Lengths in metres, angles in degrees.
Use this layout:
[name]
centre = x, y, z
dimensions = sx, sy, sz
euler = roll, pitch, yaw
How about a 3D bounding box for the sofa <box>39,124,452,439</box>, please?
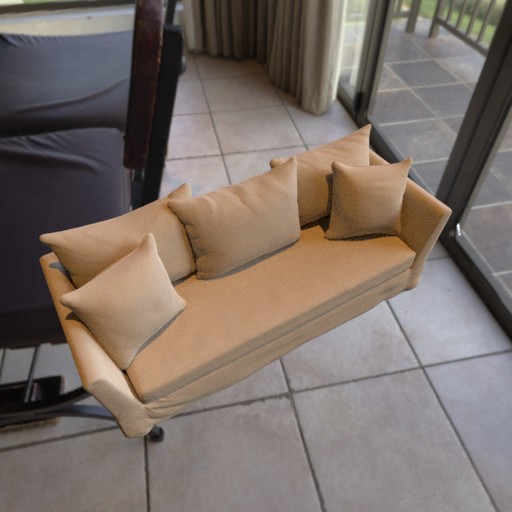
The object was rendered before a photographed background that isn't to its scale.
[sofa]
centre = 0.000, 0.000, 2.989
dimensions = 2.499, 1.047, 1.046
euler = -24, 51, -20
